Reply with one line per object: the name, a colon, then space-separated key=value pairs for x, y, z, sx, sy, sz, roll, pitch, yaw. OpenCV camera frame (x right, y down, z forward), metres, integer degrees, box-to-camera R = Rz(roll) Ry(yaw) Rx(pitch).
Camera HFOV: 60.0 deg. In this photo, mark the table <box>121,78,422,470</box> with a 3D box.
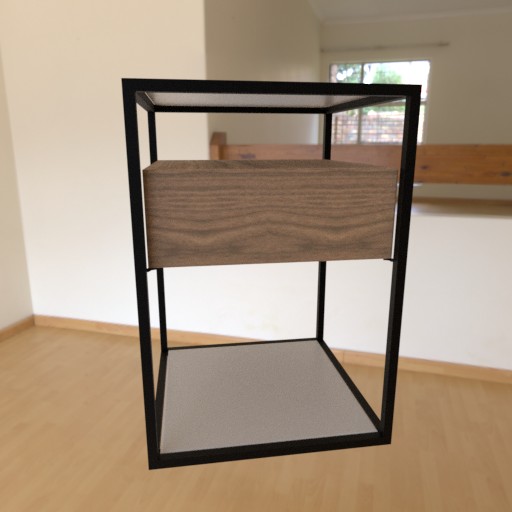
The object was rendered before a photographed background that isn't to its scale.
table: x=0.000 y=0.000 z=0.794 sx=0.378 sy=0.540 sz=0.378 roll=-2 pitch=14 yaw=-9
